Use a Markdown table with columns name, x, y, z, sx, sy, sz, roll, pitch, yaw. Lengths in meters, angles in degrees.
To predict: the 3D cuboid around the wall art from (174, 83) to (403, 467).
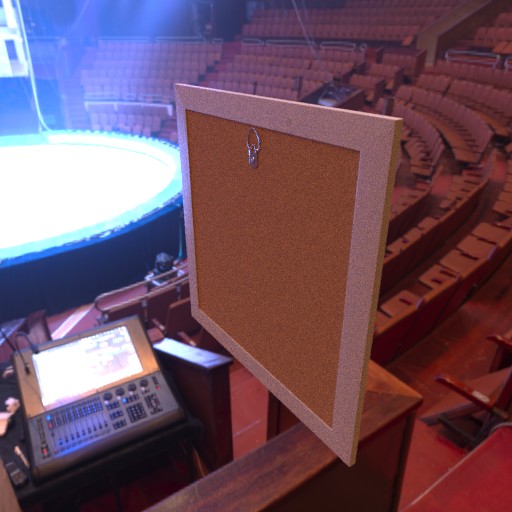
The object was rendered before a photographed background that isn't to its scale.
| name | x | y | z | sx | sy | sz | roll | pitch | yaw |
| --- | --- | --- | --- | --- | --- | --- | --- | --- | --- |
| wall art | 0.000 | 0.000 | 0.847 | 0.015 | 0.577 | 0.572 | -17 | 31 | -31 |
